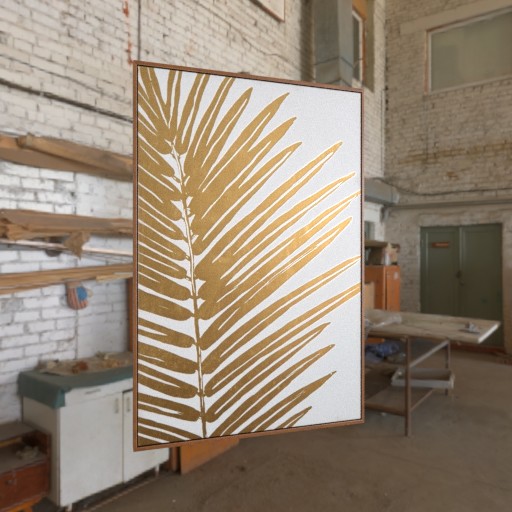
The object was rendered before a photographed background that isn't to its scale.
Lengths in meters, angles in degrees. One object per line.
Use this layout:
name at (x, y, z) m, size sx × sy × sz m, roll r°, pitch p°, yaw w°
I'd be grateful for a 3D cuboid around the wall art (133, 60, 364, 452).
wall art at (0.000, 0.000, 1.141) m, size 0.610 × 0.914 × 0.037 m, roll 0°, pitch 0°, yaw -17°
